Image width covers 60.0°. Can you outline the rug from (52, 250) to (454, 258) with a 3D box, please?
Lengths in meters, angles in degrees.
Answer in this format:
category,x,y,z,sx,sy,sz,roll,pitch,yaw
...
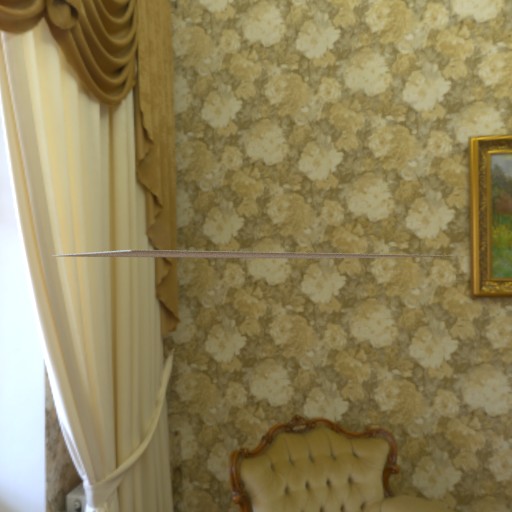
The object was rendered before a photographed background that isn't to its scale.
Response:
category,x,y,z,sx,sy,sz,roll,pitch,yaw
rug,0.000,0.000,2.438,1.850,0.006,1.234,1,-1,-35
